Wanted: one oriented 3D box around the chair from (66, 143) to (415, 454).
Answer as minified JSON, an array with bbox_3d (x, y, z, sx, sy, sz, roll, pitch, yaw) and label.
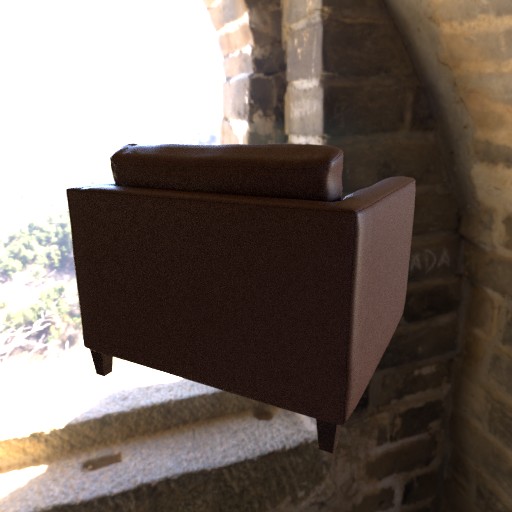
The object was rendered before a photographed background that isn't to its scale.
[{"bbox_3d":[0.000,0.000,1.829,1.107,0.917,0.959,8,18,27],"label":"chair"}]
